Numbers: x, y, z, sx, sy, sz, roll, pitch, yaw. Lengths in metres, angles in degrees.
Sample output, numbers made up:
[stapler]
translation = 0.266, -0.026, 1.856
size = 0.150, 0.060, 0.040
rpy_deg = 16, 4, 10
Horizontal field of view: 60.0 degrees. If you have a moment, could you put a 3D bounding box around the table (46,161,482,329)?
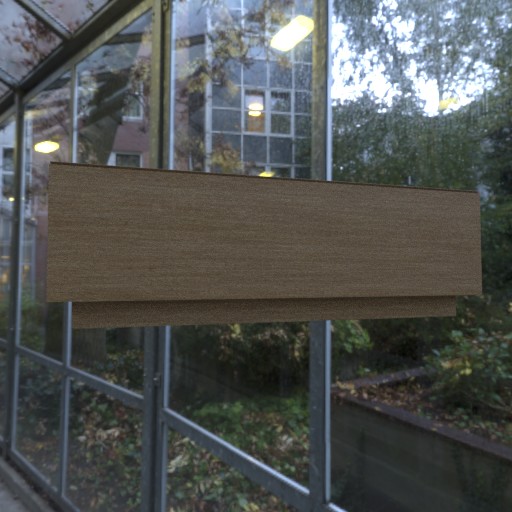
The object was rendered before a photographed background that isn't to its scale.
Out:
[table]
translation = 0.000, 0.000, 1.400
size = 1.110, 0.353, 0.678
rpy_deg = 1, -3, -17
